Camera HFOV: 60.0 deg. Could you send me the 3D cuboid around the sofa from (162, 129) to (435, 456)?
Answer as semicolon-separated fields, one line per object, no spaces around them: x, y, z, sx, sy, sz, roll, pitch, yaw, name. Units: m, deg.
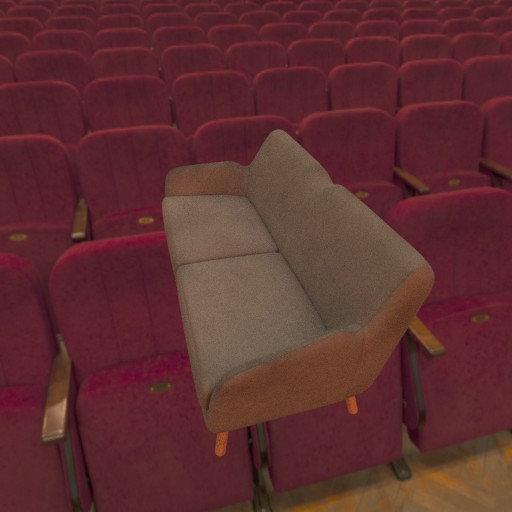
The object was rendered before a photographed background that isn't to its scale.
0.000;0.000;2.290;0.850;0.810;1.870;-8;33;-13;sofa
